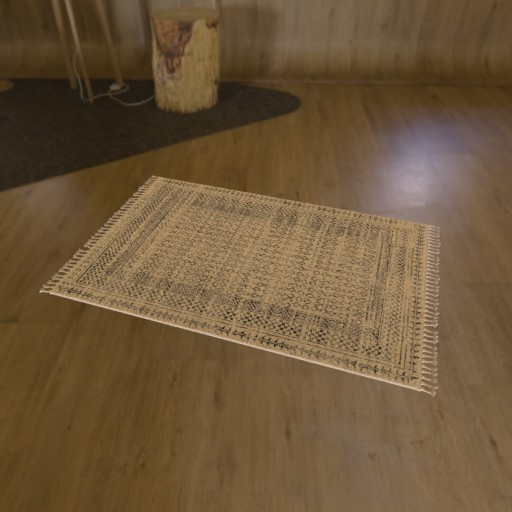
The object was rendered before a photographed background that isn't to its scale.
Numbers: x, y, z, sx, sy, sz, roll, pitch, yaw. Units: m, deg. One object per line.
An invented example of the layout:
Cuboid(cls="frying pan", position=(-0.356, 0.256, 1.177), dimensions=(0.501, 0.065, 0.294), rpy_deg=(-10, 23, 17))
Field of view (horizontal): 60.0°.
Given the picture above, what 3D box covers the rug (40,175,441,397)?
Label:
Cuboid(cls="rug", position=(0.000, 0.000, 3.134), dimensions=(2.486, 0.013, 1.548), rpy_deg=(12, 42, 14))
